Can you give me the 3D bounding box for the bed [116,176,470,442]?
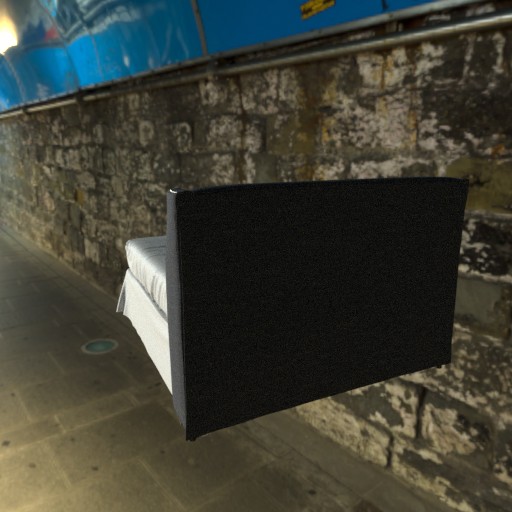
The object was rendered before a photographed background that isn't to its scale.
[{"bbox_3d":[0.000,0.000,3.505,1.925,1.332,2.276,-7,15,-25],"label":"bed"}]
